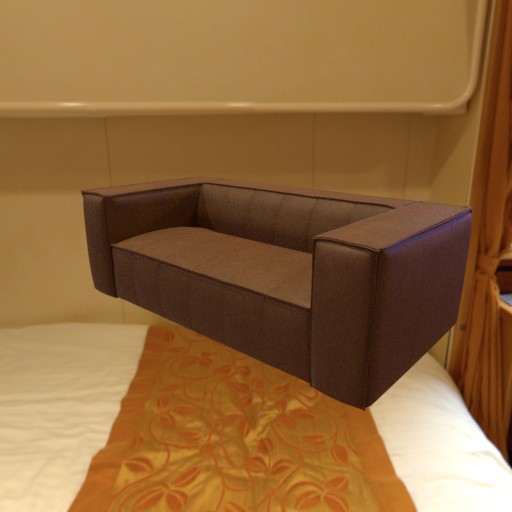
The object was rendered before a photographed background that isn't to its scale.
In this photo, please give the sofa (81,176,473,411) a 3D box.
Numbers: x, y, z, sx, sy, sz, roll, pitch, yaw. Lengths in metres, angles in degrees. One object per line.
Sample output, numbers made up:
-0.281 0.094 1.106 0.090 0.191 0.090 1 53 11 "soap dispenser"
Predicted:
0.000 0.000 2.610 2.088 0.703 1.102 14 22 39 "sofa"
